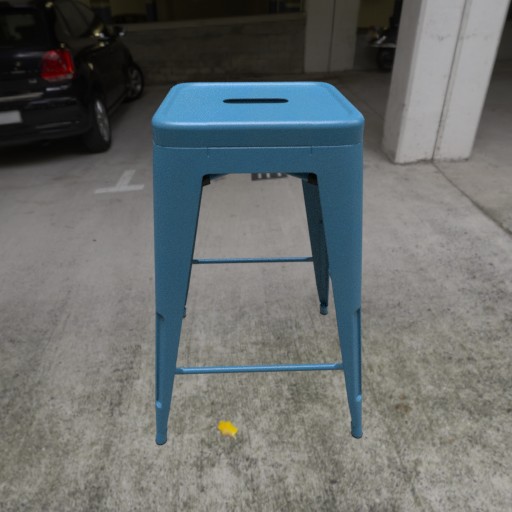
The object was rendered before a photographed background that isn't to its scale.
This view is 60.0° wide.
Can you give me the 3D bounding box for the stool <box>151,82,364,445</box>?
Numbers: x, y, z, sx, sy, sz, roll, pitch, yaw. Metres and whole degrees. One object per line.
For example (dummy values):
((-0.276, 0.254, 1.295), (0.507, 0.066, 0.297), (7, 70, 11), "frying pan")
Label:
((0.000, 0.000, 0.886), (0.410, 0.608, 0.410), (-1, 31, -2), "stool")
